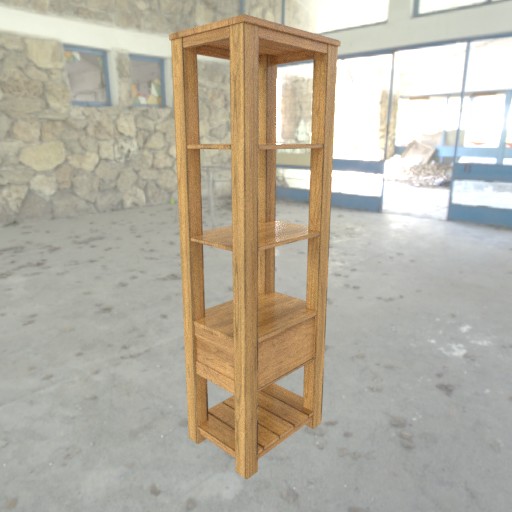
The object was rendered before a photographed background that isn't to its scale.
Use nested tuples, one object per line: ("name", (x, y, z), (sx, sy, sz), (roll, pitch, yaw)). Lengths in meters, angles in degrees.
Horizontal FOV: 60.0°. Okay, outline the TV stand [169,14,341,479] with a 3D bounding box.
("TV stand", (0.000, 0.000, 2.025), (0.435, 1.828, 0.565), (14, 20, 42))
